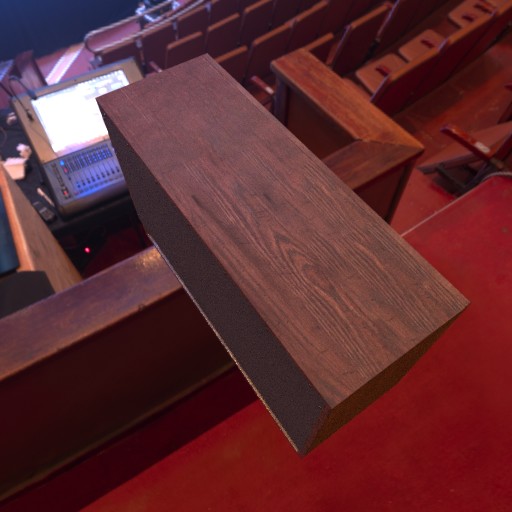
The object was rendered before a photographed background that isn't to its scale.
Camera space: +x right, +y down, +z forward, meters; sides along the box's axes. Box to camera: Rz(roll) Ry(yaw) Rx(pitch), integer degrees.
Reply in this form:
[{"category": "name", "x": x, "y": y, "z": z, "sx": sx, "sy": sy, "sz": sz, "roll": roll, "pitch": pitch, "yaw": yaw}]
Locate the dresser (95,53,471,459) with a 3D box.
[{"category": "dresser", "x": 0.000, "y": 0.000, "z": 2.162, "sx": 0.623, "sy": 1.061, "sz": 1.646, "roll": -30, "pitch": 62, "yaw": -18}]
